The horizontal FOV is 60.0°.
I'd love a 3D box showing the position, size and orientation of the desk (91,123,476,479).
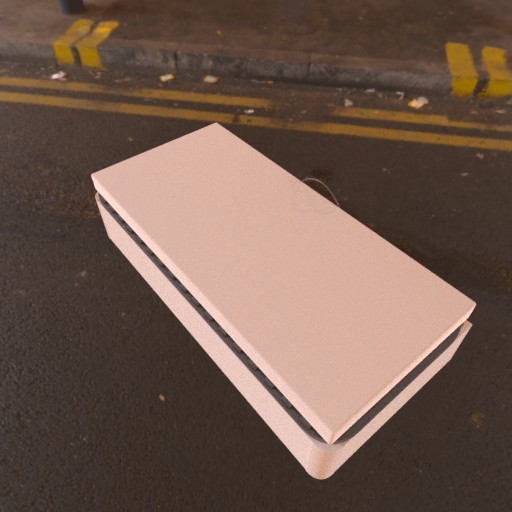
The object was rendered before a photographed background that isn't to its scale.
[{"bbox_3d":[0.000,0.000,2.278,0.900,0.526,1.900,-31,54,-26],"label":"desk"}]
